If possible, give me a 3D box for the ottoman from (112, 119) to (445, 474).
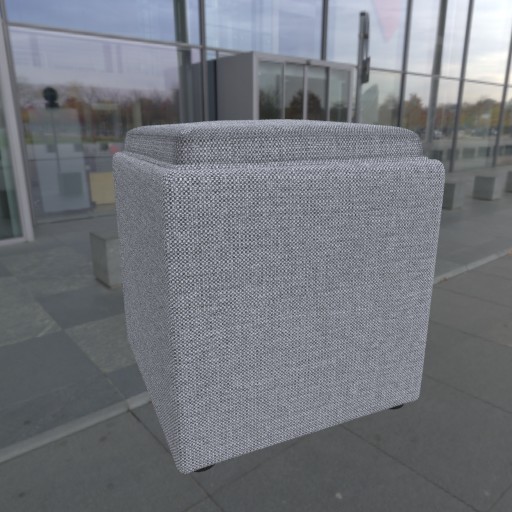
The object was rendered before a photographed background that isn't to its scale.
[{"bbox_3d":[0.000,0.000,0.827,0.436,0.487,0.454,-7,18,-23],"label":"ottoman"}]
